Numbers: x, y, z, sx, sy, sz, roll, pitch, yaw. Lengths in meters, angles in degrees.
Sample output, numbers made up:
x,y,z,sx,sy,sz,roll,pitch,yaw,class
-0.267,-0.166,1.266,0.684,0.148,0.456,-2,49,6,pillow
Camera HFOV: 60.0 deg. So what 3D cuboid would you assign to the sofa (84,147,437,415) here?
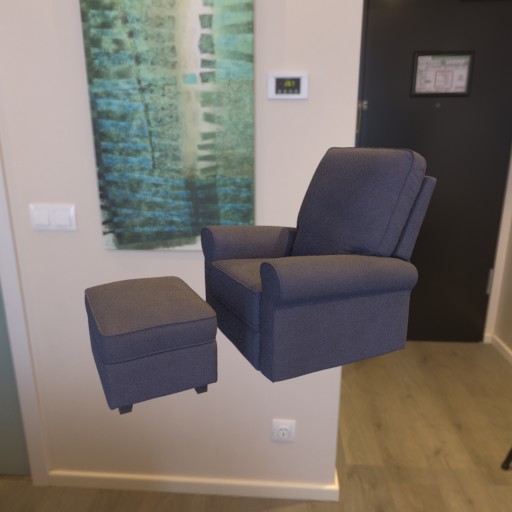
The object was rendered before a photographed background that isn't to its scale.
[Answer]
x,y,z,sx,sy,sz,roll,pitch,yaw,class
0.000,0.000,2.041,1.478,0.959,0.880,-8,17,-25,sofa
